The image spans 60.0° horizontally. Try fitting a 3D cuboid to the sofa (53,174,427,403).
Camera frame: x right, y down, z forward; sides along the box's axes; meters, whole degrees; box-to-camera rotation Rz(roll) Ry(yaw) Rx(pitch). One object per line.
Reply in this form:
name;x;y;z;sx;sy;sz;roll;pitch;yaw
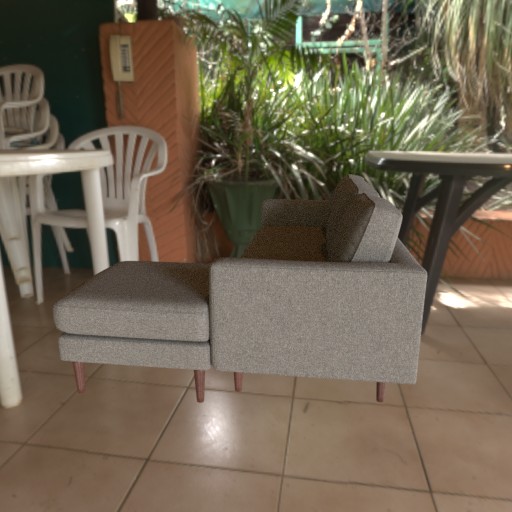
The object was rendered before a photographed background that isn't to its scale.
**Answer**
sofa;0.000;0.000;2.912;1.667;0.957;2.055;2;15;7
